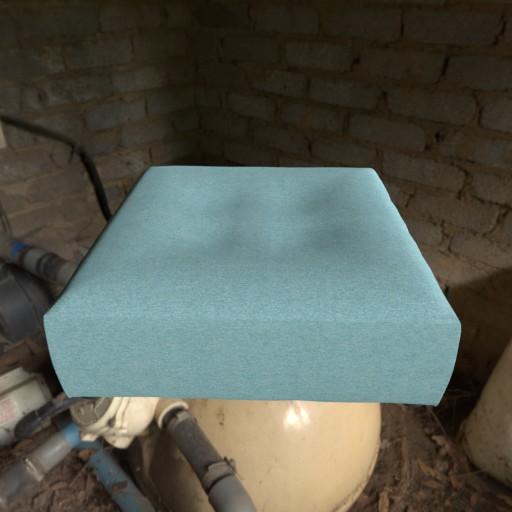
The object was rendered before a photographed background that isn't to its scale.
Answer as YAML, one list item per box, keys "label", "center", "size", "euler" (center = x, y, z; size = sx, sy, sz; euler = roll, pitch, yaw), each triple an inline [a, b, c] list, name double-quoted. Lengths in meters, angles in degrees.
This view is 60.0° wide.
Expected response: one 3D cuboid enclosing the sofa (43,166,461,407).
- label: "sofa"
  center: [0.000, 0.000, 1.415]
  size: [0.930, 0.330, 0.930]
  euler: [1, 31, 1]
